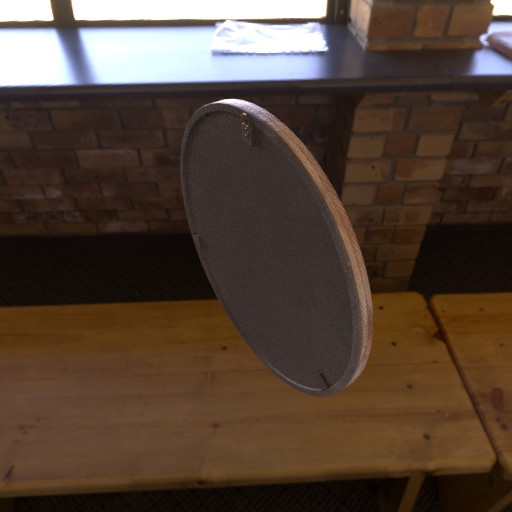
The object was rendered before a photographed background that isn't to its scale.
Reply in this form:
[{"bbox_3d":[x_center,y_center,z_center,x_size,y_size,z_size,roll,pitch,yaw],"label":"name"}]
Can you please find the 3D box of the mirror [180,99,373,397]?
[{"bbox_3d":[0.000,0.000,1.053,0.038,0.710,0.710,-24,47,-25],"label":"mirror"}]
